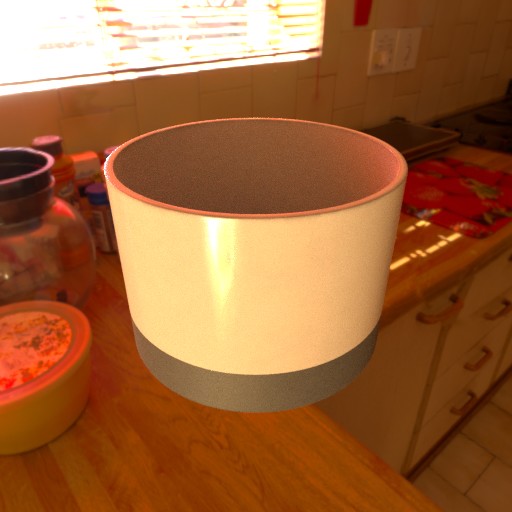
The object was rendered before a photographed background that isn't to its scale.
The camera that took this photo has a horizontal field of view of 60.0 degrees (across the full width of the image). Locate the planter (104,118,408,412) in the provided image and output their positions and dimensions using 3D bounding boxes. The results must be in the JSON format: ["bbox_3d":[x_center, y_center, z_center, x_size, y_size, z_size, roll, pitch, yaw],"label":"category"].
[{"bbox_3d":[0.000,0.000,0.222,0.128,0.105,0.128,0,31,0],"label":"planter"}]
